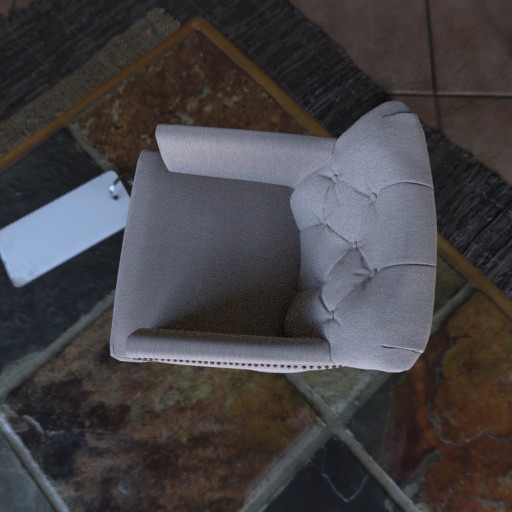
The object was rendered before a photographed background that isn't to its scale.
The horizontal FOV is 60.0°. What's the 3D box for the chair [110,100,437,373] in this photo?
[{"bbox_3d":[0.000,0.000,1.476,0.902,0.823,0.737,4,75,1],"label":"chair"}]
